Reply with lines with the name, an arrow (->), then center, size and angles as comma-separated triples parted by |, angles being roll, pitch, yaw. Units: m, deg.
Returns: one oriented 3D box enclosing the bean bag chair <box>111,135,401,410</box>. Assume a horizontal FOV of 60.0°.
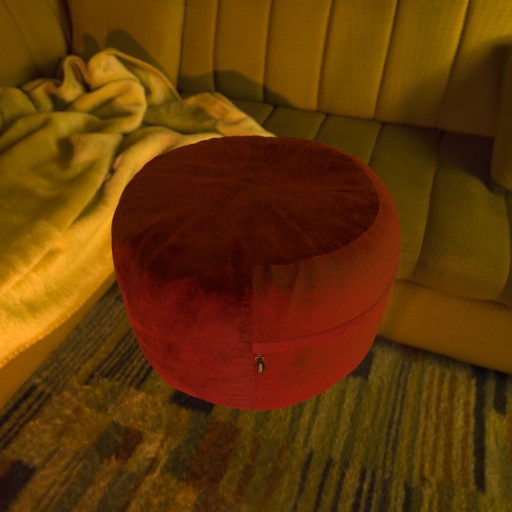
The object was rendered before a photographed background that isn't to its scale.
bean bag chair -> 0.000, 0.000, 2.011 | 1.219, 0.762, 1.219 | 0, 40, 0
